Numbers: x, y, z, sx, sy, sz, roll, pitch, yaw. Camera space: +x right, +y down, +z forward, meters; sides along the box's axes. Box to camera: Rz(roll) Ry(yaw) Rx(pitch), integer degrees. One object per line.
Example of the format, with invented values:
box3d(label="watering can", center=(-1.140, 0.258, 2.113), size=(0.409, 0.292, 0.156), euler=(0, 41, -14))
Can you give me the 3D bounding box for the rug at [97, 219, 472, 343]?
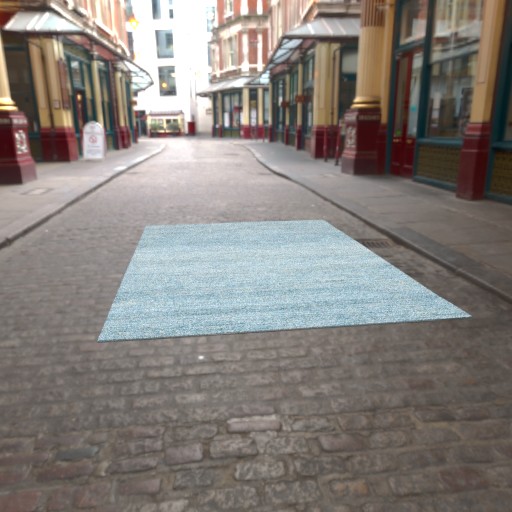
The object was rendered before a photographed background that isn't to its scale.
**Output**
box3d(label="rug", center=(0.000, 0.000, 2.923), size=(1.611, 0.026, 2.260), euler=(-2, 16, -8))
